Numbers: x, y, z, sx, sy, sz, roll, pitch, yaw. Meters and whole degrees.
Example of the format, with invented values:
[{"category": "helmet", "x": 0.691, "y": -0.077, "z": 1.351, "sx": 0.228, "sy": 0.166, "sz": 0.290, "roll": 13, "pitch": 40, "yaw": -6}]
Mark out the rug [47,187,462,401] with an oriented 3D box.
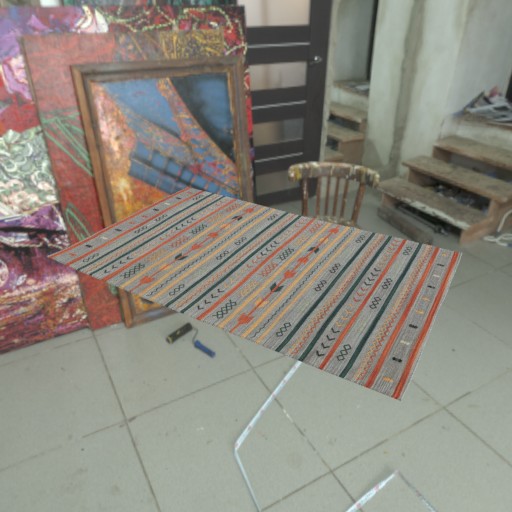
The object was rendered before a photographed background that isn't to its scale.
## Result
[{"category": "rug", "x": 0.000, "y": 0.000, "z": 3.069, "sx": 2.439, "sy": 0.029, "sz": 1.537, "roll": 17, "pitch": 34, "yaw": 27}]
